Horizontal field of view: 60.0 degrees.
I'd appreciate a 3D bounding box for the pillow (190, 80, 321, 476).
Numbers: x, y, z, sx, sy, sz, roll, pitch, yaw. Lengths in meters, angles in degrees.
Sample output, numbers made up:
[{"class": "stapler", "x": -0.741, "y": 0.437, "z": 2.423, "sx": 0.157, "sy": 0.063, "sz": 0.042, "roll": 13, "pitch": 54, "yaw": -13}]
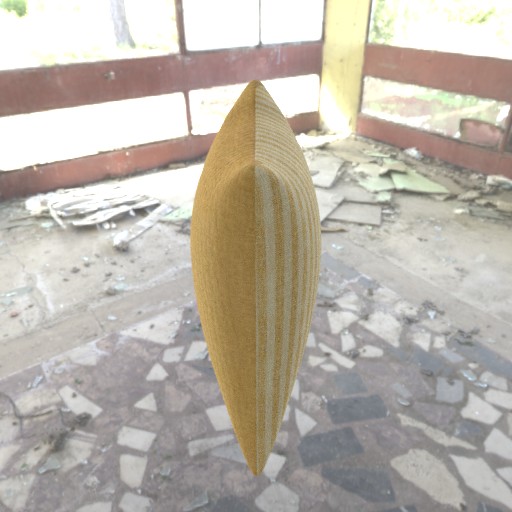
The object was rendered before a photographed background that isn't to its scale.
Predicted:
[{"class": "pillow", "x": 0.000, "y": 0.000, "z": 0.634, "sx": 0.173, "sy": 0.407, "sz": 0.419, "roll": 0, "pitch": 31, "yaw": 0}]
